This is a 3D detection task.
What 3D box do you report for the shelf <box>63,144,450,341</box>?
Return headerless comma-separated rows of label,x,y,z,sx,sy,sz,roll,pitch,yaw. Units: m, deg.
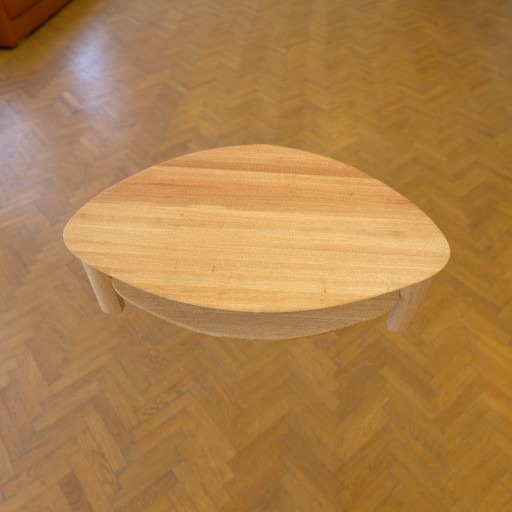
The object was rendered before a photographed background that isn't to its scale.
shelf,0.000,0.000,1.676,1.246,0.440,0.845,3,46,3
